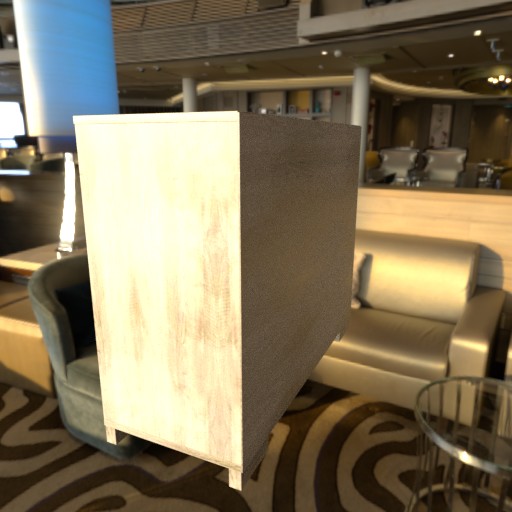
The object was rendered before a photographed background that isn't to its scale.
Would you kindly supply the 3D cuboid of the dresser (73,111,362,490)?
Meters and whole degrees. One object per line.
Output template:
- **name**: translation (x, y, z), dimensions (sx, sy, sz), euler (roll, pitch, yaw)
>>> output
- **dresser**: translation (0.000, 0.000, 1.410), dimensions (0.404, 0.816, 0.994), euler (7, 16, 24)
